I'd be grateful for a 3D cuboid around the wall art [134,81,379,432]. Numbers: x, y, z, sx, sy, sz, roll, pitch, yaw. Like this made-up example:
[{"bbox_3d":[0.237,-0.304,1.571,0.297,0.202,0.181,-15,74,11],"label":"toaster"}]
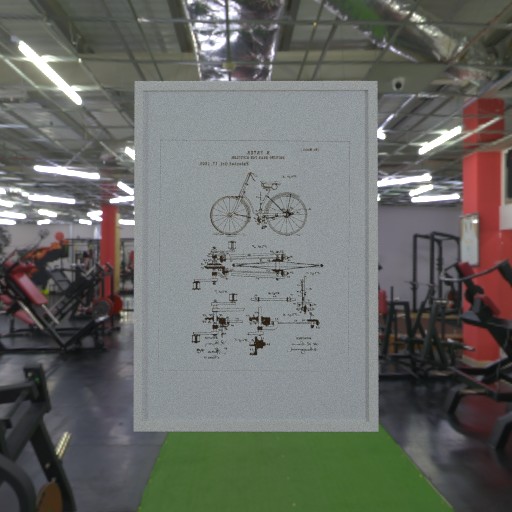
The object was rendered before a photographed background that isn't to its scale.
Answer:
[{"bbox_3d":[0.000,0.000,0.610,0.332,0.477,0.015,0,-1,0],"label":"wall art"}]
